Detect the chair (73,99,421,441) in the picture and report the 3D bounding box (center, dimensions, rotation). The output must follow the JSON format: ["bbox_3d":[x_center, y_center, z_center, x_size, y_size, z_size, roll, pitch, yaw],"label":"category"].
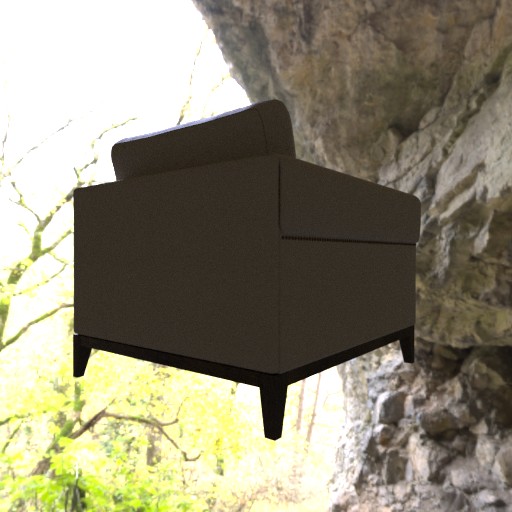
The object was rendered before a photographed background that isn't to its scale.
[{"bbox_3d":[0.000,0.000,1.649,0.914,0.838,0.959,0,0,38],"label":"chair"}]
